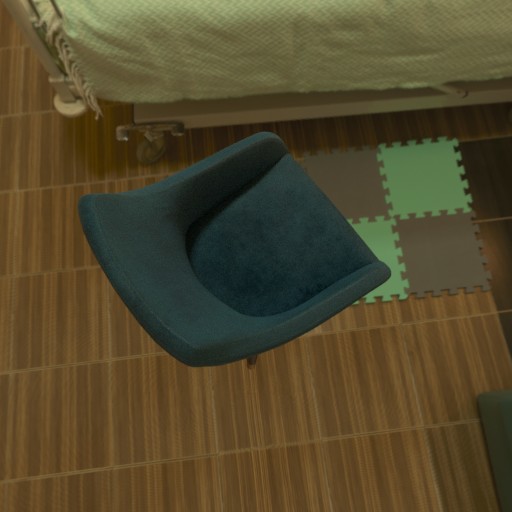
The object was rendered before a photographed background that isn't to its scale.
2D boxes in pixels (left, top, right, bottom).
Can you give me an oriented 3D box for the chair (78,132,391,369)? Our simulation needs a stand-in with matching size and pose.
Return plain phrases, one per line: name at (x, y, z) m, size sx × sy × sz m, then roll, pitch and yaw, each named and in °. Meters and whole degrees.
chair at (0.000, 0.000, 1.563) m, size 0.794 × 1.081 × 0.683 m, roll -35°, pitch 76°, yaw -10°
